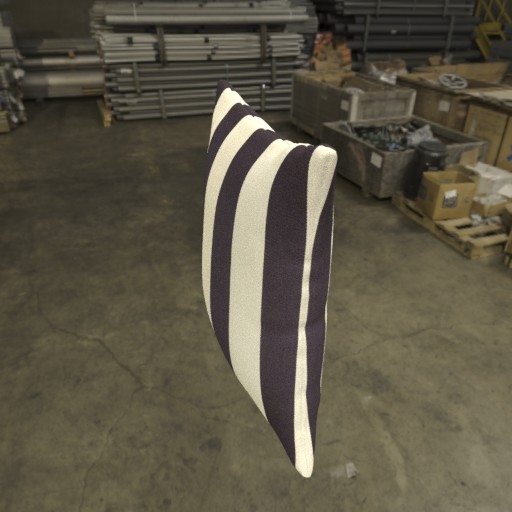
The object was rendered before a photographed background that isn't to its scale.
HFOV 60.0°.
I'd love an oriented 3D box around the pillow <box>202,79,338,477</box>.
[{"bbox_3d":[0.000,0.000,0.794,0.189,0.526,0.536,-9,31,-15],"label":"pillow"}]
